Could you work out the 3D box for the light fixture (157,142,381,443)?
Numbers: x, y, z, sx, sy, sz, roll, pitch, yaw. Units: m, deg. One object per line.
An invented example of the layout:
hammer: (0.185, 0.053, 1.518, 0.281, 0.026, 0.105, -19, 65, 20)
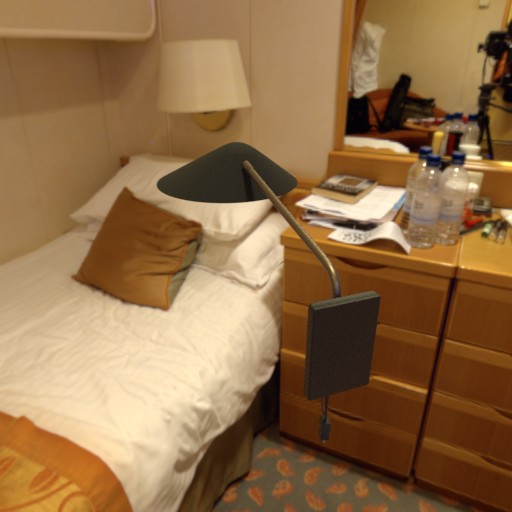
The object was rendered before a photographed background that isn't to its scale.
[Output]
light fixture: (0.000, 0.000, 0.680, 0.240, 0.312, 0.516, -9, 27, -19)
